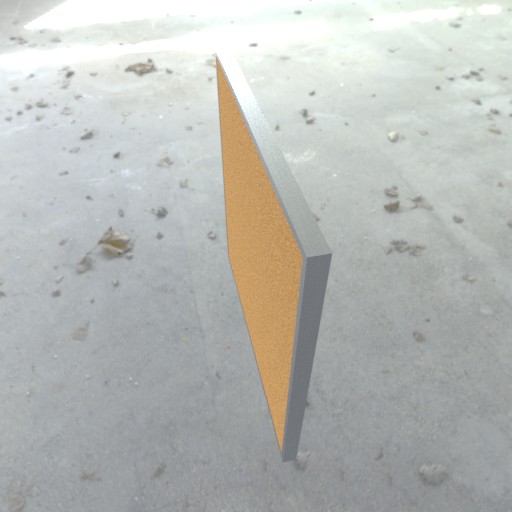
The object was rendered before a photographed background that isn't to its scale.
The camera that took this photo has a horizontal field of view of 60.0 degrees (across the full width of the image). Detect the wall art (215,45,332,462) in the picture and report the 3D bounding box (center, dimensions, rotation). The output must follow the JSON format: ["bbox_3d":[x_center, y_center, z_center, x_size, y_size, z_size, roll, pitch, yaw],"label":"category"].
[{"bbox_3d":[0.000,0.000,1.202,0.038,0.806,0.806,-10,46,-9],"label":"wall art"}]
